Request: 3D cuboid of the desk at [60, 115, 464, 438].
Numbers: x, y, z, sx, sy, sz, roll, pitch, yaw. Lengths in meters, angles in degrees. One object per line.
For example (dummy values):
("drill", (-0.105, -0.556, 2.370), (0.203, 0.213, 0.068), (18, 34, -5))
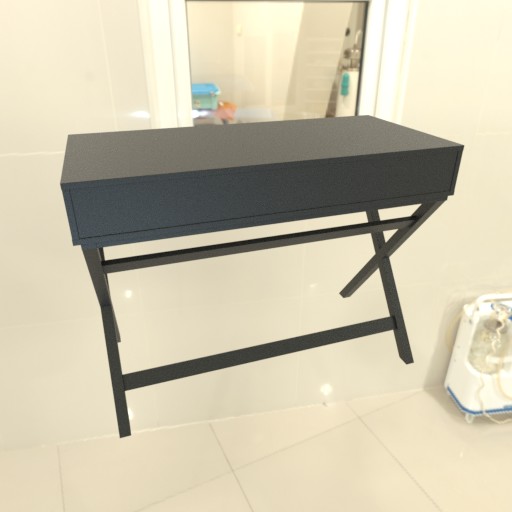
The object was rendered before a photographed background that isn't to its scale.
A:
("desk", (0.000, 0.000, 1.491), (1.057, 0.780, 0.525), (-9, 29, -17))
